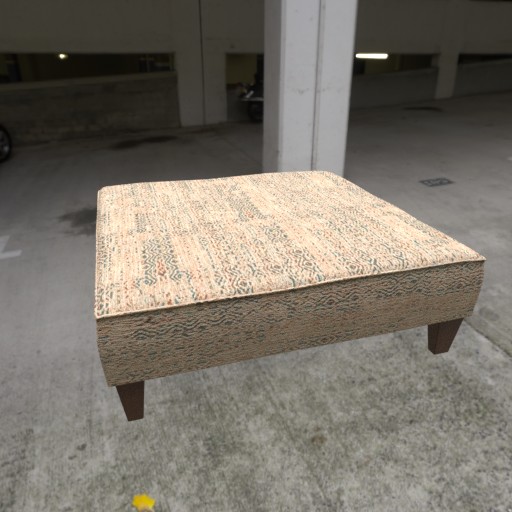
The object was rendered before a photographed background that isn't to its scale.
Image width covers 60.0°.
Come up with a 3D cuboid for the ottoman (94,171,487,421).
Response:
[{"bbox_3d":[0.000,0.000,1.512,1.004,0.356,0.968,-7,26,-16],"label":"ottoman"}]
